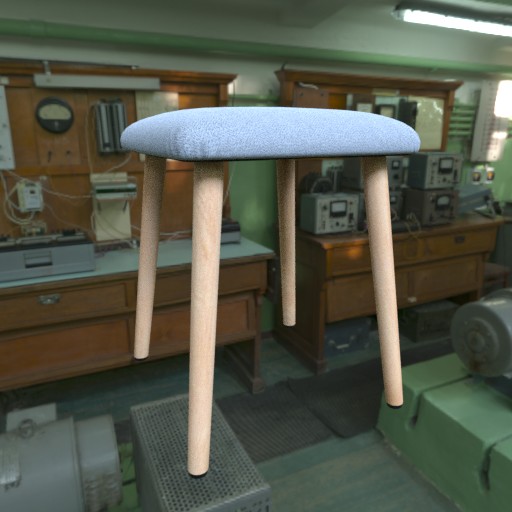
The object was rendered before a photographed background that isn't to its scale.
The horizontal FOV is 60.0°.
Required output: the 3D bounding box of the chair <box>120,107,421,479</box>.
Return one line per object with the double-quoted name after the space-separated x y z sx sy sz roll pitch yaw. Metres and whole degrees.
0.000 0.000 0.696 0.350 0.440 0.350 -8 18 -25 "chair"
